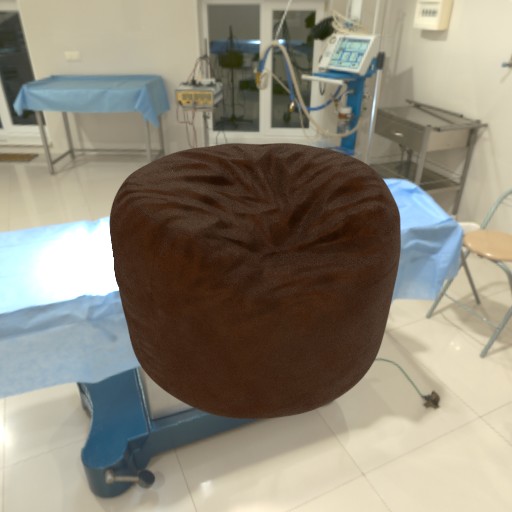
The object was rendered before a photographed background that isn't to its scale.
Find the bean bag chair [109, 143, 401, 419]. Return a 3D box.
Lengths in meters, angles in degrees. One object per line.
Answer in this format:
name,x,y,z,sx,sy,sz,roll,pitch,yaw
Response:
bean bag chair,0.000,0.000,1.498,0.918,0.616,0.918,0,30,0
